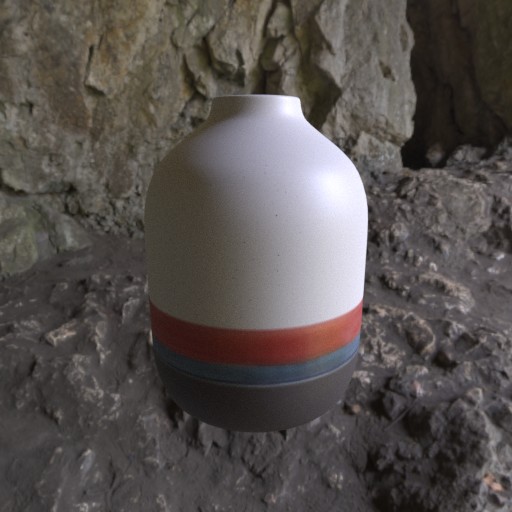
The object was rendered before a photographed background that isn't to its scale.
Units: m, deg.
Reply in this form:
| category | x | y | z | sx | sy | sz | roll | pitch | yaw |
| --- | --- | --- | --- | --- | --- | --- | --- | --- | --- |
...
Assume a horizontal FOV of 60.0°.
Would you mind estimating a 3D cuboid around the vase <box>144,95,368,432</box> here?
| category | x | y | z | sx | sy | sz | roll | pitch | yaw |
| --- | --- | --- | --- | --- | --- | --- | --- | --- | --- |
| vase | 0.000 | 0.000 | 0.352 | 0.169 | 0.237 | 0.169 | 0 | 15 | 0 |
